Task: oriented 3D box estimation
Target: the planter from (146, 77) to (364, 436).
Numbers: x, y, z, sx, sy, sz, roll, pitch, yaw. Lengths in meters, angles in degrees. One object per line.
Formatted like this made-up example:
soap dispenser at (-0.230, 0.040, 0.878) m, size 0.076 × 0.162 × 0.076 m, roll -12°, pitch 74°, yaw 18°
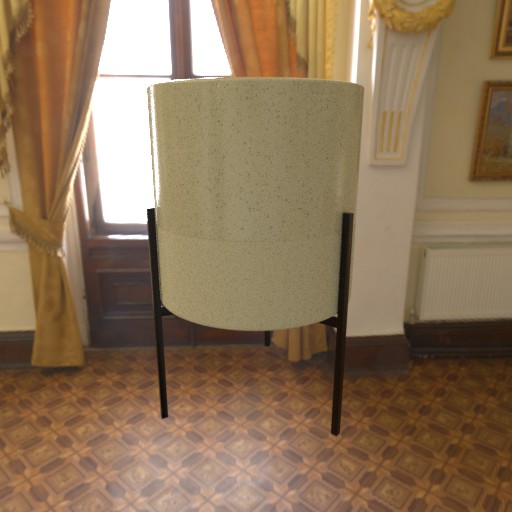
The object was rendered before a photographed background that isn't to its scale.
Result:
planter at (0.000, 0.000, 0.548) m, size 0.234 × 0.390 × 0.243 m, roll 3°, pitch 17°, yaw 9°
